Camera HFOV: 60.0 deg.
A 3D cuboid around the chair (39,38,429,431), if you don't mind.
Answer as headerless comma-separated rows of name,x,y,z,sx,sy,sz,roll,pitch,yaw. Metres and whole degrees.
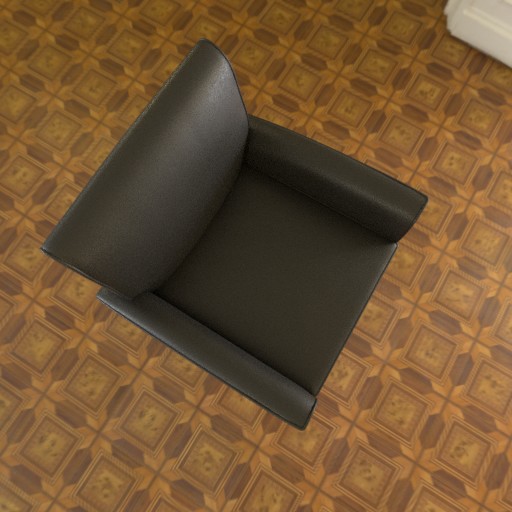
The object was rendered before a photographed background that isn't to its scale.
chair,0.000,0.000,1.533,0.819,0.916,0.820,30,77,8
